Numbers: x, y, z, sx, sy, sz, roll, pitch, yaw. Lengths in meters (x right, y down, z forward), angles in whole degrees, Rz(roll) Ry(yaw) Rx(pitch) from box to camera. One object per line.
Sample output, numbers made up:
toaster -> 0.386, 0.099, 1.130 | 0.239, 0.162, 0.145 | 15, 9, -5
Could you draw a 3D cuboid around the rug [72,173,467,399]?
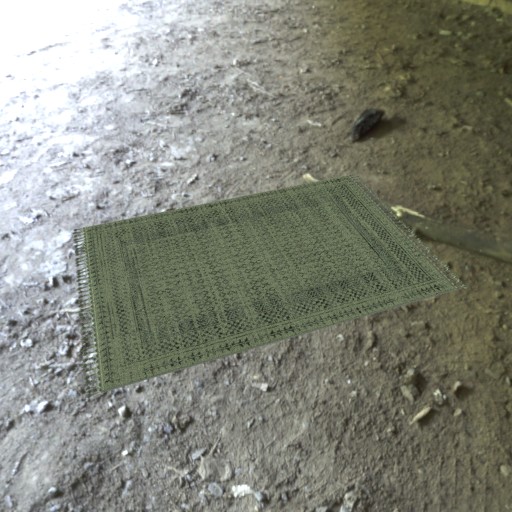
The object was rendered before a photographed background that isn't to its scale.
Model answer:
rug -> 0.000, 0.000, 3.197 | 2.486, 0.013, 1.548 | -13, 43, -14
